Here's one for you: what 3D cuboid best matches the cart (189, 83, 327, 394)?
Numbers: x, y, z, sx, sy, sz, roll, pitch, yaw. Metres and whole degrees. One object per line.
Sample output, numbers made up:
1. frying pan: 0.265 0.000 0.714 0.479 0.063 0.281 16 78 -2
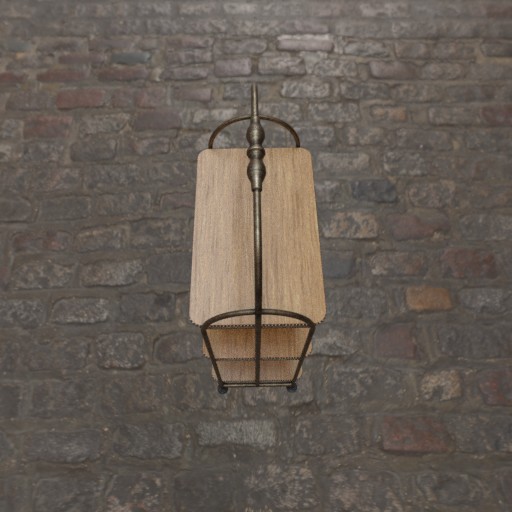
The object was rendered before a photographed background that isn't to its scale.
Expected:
1. cart: 0.000 0.000 1.366 0.330 1.052 0.650 -1 62 0
